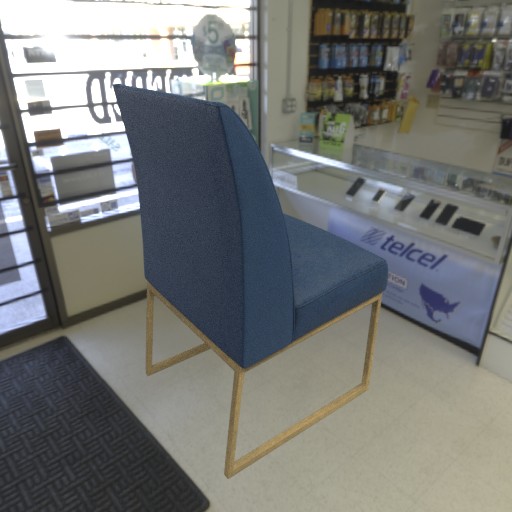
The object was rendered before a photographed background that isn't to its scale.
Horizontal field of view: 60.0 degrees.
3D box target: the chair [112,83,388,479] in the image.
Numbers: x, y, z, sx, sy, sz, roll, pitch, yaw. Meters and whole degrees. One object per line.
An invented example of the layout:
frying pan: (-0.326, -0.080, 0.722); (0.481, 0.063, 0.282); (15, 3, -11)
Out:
chair: (0.000, 0.000, 1.191); (0.522, 0.863, 0.508); (-18, 31, -33)
